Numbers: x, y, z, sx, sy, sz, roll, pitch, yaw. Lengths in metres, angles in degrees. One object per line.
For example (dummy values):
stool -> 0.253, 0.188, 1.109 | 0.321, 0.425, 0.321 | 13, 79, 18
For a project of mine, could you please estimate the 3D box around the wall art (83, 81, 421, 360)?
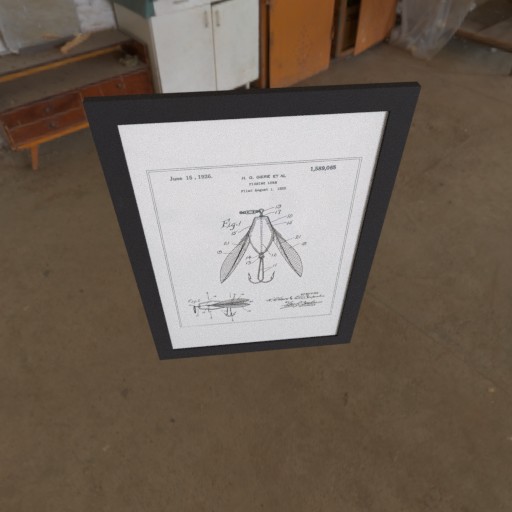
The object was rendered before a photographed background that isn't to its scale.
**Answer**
wall art -> 0.000, 0.000, 0.691 | 0.380, 0.534, 0.013 | -4, 46, -4
